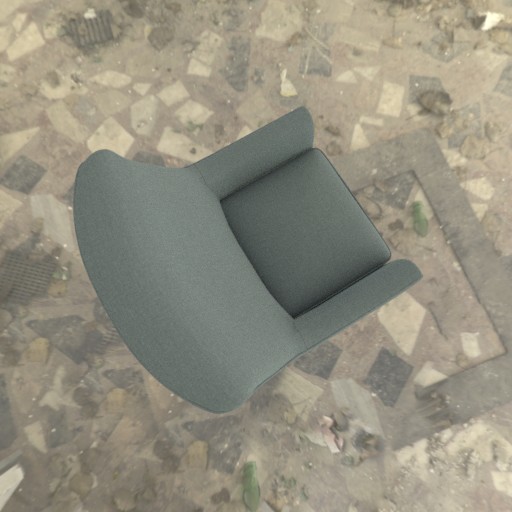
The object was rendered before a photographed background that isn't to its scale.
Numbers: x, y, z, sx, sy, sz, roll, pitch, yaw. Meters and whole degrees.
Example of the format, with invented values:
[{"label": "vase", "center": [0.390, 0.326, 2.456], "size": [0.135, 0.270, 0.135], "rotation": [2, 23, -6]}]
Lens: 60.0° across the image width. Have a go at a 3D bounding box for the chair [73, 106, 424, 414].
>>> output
[{"label": "chair", "center": [0.000, 0.000, 1.561], "size": [0.879, 0.916, 0.756], "rotation": [-30, 79, -7]}]
